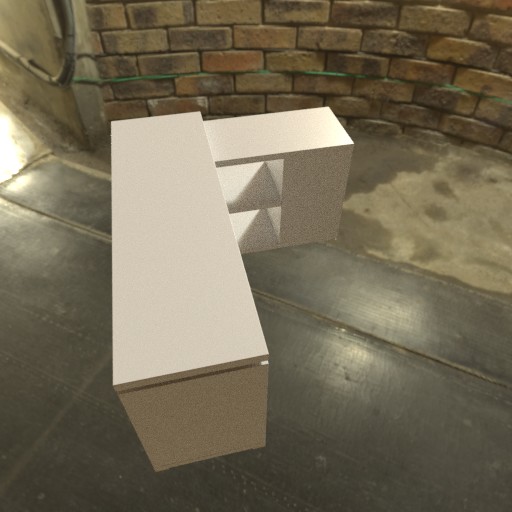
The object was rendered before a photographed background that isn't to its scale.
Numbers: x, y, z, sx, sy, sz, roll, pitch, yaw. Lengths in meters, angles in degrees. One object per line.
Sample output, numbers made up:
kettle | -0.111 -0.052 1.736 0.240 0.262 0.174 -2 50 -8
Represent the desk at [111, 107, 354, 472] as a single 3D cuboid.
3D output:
desk | 0.000 0.000 2.160 1.200 0.753 1.524 -9 47 -9
